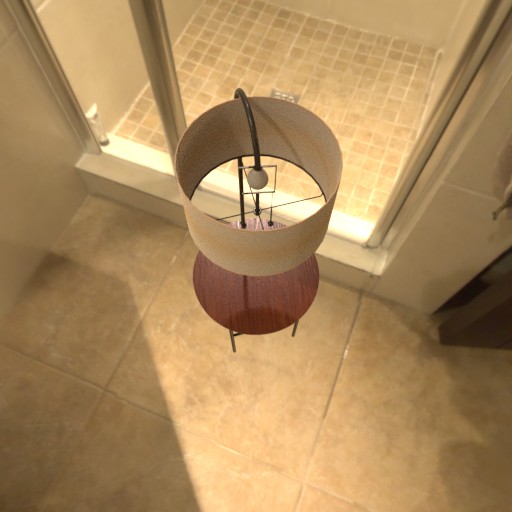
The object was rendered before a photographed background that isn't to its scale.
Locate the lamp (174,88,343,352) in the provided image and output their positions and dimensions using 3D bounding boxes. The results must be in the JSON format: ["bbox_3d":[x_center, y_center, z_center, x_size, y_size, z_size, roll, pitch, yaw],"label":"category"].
[{"bbox_3d":[0.000,0.000,1.854,0.573,1.517,0.573,0,64,0],"label":"lamp"}]
